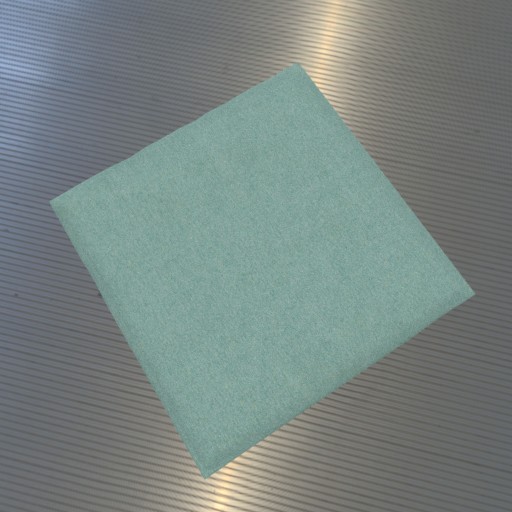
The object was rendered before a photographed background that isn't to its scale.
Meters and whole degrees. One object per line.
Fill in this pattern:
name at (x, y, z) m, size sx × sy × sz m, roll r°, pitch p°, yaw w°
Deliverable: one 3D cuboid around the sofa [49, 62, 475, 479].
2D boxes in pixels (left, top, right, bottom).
sofa at (0.000, 0.000, 1.415) m, size 0.930 × 0.330 × 0.930 m, roll -32°, pitch 78°, yaw -7°
